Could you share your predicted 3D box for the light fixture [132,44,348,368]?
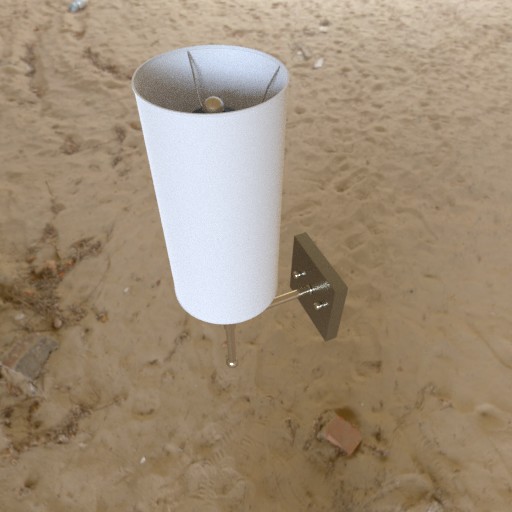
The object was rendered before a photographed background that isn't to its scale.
[{"bbox_3d":[0.000,0.000,0.540,0.208,0.462,0.128,-18,49,-16],"label":"light fixture"}]
